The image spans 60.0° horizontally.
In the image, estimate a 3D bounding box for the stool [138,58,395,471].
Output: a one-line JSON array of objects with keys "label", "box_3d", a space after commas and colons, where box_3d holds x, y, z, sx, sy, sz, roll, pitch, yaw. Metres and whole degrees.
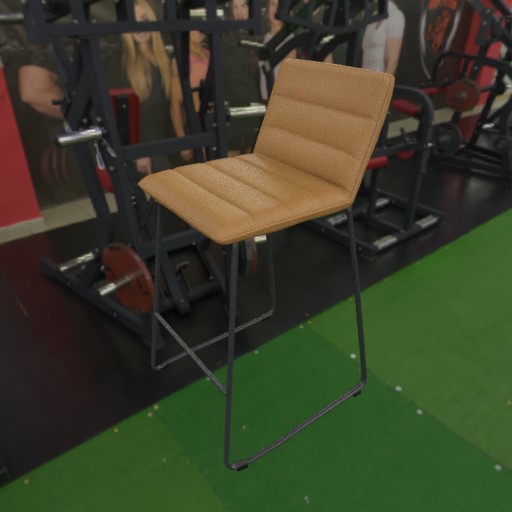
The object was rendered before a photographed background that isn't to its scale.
[{"label": "stool", "box_3d": [0.000, 0.000, 1.210, 0.524, 0.936, 0.489, -21, 36, -31]}]
